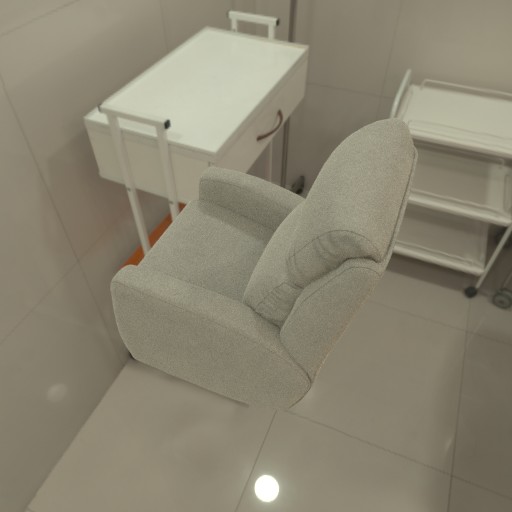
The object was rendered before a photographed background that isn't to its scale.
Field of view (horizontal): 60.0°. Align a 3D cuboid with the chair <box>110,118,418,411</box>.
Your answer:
[{"bbox_3d":[0.000,0.000,1.691,0.940,1.021,0.794,17,49,15],"label":"chair"}]
